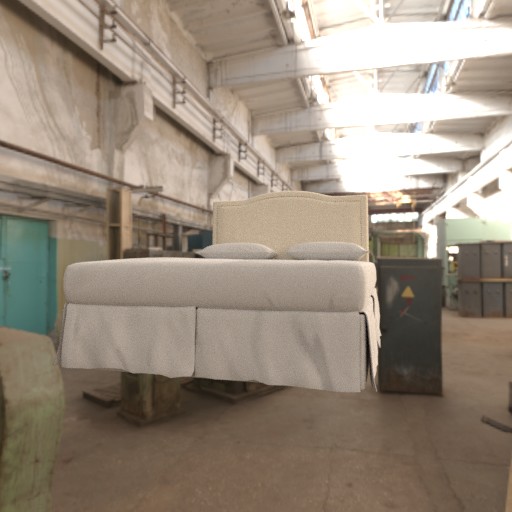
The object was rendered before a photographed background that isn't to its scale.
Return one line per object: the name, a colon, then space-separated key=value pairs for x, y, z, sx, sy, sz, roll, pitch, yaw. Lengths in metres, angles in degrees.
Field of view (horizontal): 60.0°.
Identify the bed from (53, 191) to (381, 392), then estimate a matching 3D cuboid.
bed: x=0.000 y=0.000 z=3.662 sx=1.977 sy=1.437 sz=2.477 roll=0 pitch=-1 yaw=16
